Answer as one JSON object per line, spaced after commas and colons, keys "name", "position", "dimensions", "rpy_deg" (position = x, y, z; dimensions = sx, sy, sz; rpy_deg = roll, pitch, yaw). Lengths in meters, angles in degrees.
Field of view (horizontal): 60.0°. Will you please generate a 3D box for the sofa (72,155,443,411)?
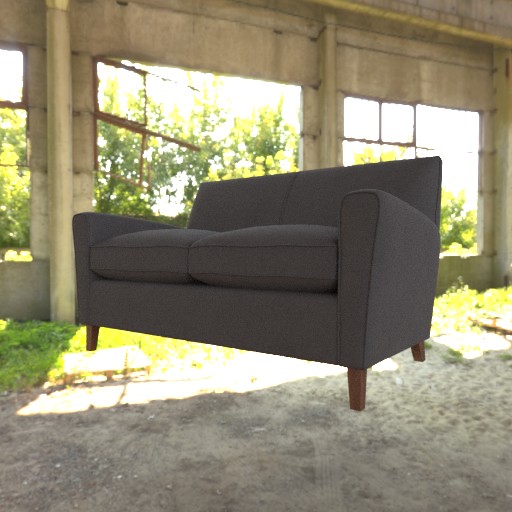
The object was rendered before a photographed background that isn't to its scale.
{"name": "sofa", "position": [0.000, 0.000, 1.927], "dimensions": [1.420, 0.846, 0.871], "rpy_deg": [1, 1, 35]}
